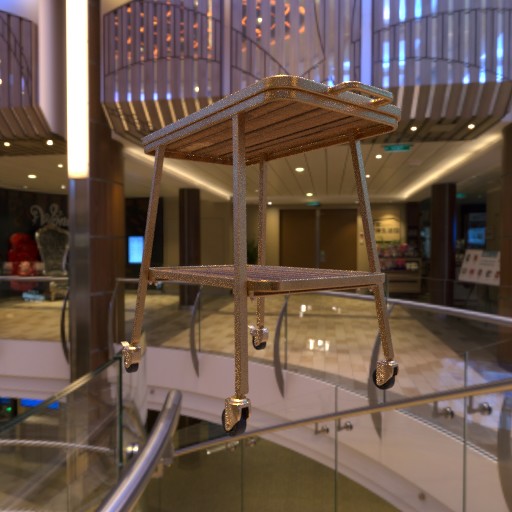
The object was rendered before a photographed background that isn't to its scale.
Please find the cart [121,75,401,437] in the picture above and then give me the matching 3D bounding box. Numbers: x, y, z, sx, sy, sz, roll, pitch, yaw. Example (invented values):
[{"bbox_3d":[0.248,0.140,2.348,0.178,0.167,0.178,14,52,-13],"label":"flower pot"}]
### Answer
[{"bbox_3d":[0.000,0.000,1.219,0.524,0.700,0.806,-1,2,-37],"label":"cart"}]
